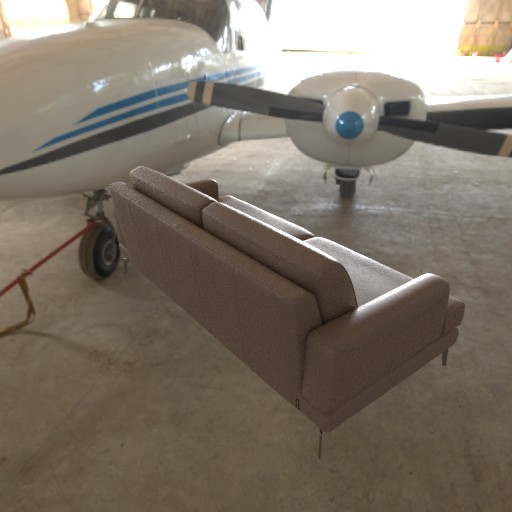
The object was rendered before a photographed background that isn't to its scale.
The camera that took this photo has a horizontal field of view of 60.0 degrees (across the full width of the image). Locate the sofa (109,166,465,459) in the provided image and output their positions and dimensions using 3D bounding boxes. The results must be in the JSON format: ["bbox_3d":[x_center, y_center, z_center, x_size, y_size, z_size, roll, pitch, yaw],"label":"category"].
[{"bbox_3d":[0.000,0.000,2.438,0.974,0.765,1.940,-19,32,-33],"label":"sofa"}]
